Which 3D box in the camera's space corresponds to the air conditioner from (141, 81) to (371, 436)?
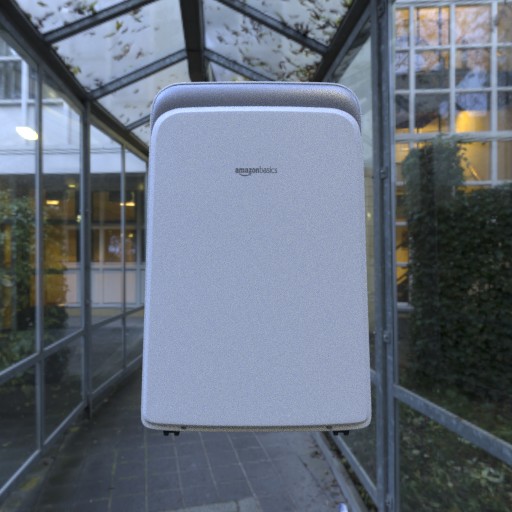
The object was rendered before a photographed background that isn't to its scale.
[{"bbox_3d":[0.000,0.000,0.977,0.454,0.700,0.365,0,0,0],"label":"air conditioner"}]
